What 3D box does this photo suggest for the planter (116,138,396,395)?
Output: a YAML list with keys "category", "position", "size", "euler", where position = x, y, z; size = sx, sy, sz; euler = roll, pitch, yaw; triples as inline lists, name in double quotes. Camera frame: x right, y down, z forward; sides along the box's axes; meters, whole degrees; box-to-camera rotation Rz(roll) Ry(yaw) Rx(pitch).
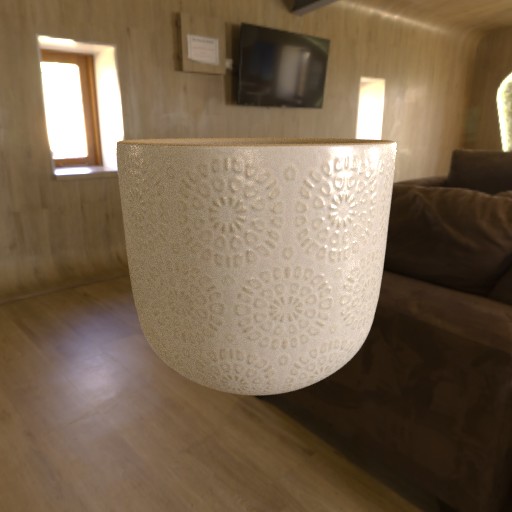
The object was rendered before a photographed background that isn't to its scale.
- category: "planter"
  position: [0.000, 0.000, 0.300]
  size: [0.170, 0.152, 0.170]
  euler: [0, 16, 0]
